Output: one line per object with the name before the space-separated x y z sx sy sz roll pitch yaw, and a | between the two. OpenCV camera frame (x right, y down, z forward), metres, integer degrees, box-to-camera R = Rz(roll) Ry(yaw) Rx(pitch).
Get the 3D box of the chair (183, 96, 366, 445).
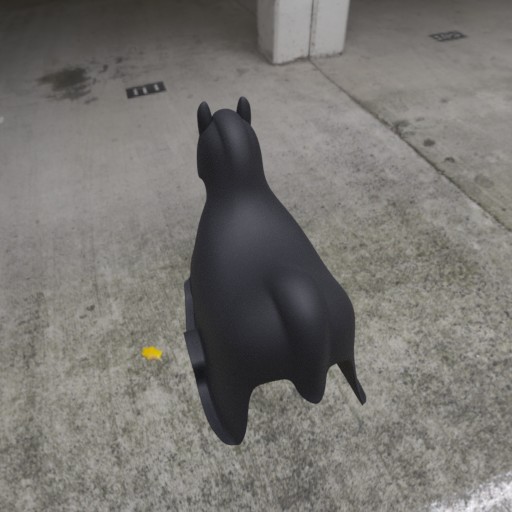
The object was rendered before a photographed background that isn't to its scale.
chair | 0.000 0.000 1.137 0.429 0.612 0.800 -12 43 -13
